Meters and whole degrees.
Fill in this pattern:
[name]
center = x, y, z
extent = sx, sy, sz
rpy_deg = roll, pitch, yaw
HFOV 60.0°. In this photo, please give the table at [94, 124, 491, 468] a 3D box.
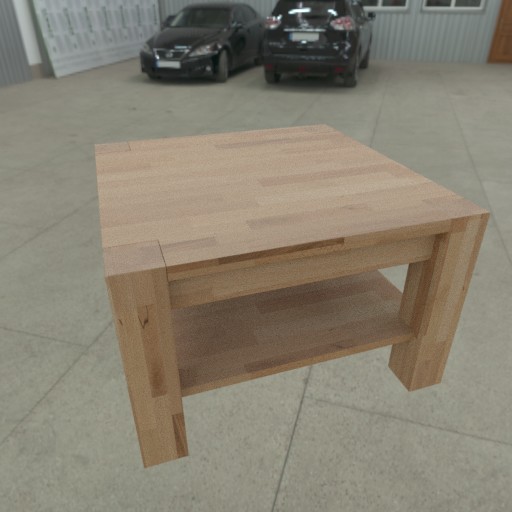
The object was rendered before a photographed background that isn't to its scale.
[table]
center = 0.000, 0.000, 1.140
extent = 0.700, 0.451, 0.700
rpy_deg = -10, 32, -16
